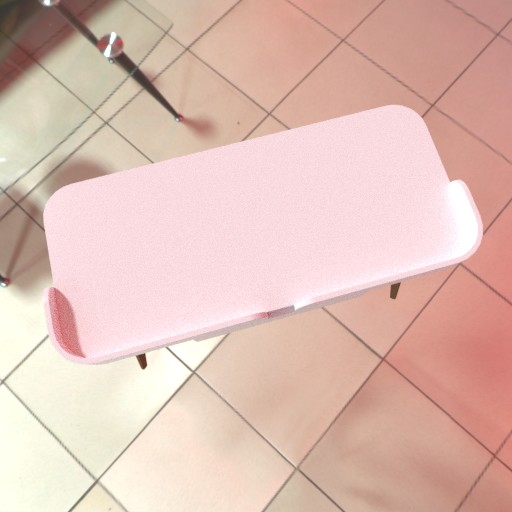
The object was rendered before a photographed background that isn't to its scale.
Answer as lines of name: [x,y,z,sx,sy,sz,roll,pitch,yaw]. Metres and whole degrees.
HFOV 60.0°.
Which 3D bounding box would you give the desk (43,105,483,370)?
desk: [0.000,0.000,1.617,1.206,0.807,0.534,-15,76,-4]
